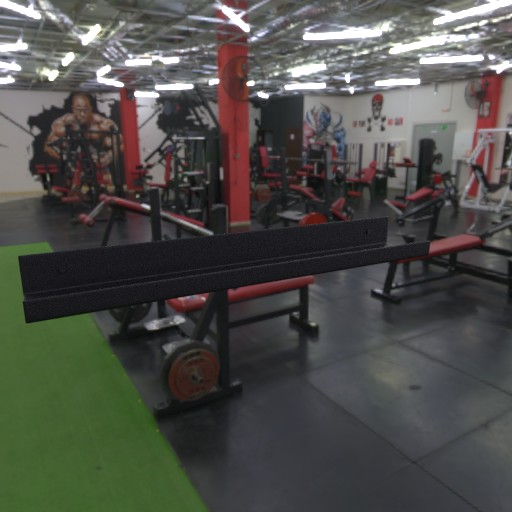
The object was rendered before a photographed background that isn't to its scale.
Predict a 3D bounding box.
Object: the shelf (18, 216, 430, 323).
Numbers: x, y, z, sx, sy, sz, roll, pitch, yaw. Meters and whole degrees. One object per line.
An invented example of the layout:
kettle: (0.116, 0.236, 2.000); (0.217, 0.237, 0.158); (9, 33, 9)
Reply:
shelf: (0.000, 0.000, 0.643); (0.605, 0.053, 0.102); (-8, 17, -27)
